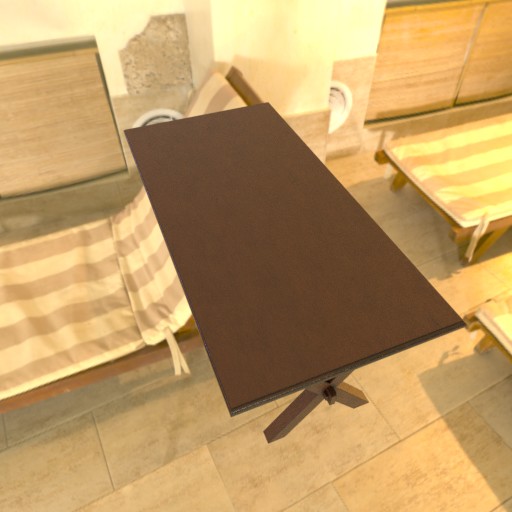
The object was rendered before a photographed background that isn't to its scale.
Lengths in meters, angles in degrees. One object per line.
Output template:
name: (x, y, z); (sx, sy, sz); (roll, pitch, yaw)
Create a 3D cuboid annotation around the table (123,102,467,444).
table: (0.000, 0.000, 1.519); (0.594, 0.459, 1.197); (-16, 48, -15)
